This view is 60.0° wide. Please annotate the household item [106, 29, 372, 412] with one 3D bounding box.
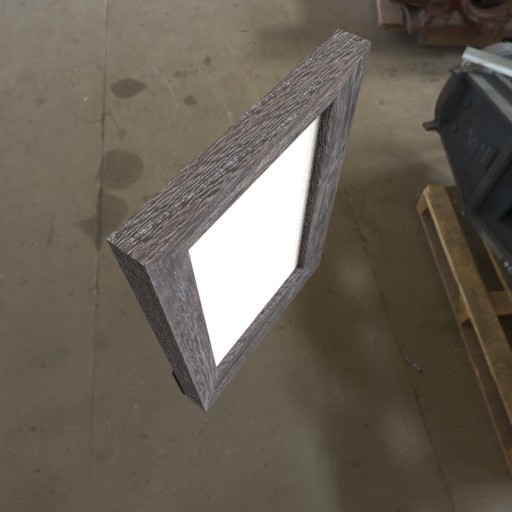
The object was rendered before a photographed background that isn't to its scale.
[{"bbox_3d":[0.000,0.000,0.233,0.020,0.180,0.133,32,63,18],"label":"household item"}]
